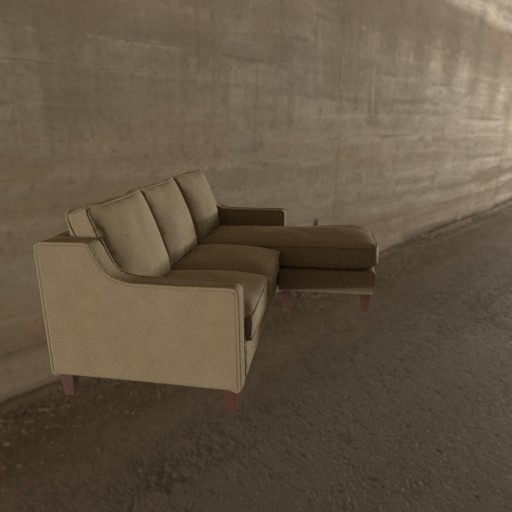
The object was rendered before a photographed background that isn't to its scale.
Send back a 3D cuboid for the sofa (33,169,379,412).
[{"bbox_3d":[0.000,0.000,3.232,1.858,1.066,2.317,3,16,9],"label":"sofa"}]
